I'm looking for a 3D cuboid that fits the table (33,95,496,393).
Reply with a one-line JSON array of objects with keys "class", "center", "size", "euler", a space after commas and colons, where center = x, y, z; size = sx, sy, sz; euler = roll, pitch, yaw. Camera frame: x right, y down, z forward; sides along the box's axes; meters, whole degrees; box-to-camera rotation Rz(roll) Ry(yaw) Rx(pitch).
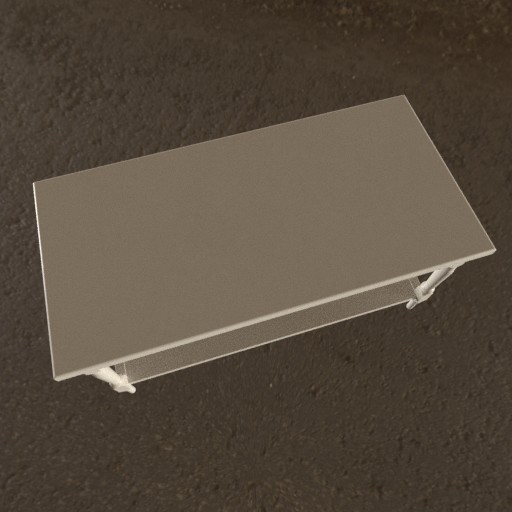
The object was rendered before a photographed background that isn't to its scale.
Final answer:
[{"class": "table", "center": [0.000, 0.000, 1.394], "size": [1.107, 0.510, 0.550], "euler": [-15, 66, -7]}]
